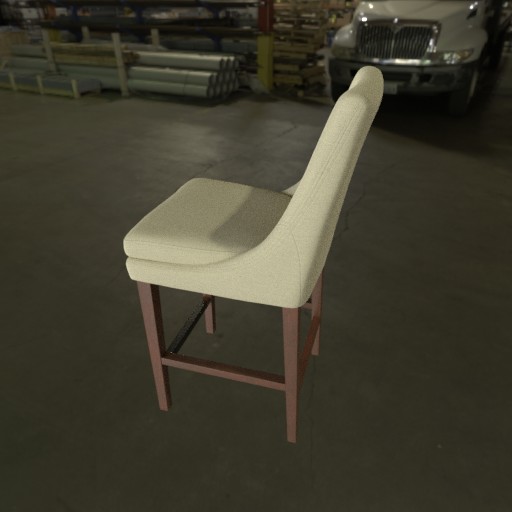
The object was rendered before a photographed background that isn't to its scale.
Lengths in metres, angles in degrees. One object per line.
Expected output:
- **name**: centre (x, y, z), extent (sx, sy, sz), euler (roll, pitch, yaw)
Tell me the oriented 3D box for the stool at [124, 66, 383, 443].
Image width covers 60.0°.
- **stool**: centre (0.000, 0.000, 1.269), extent (0.577, 0.981, 0.470), euler (9, 31, 14)
